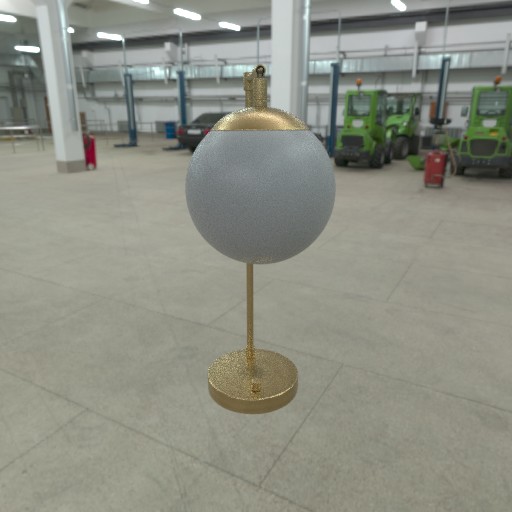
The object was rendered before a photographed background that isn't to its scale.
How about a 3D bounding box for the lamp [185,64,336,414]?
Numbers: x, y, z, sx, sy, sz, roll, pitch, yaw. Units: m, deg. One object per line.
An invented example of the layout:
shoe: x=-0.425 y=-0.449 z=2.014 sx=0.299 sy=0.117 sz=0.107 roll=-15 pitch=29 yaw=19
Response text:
lamp: x=0.000 y=0.000 z=0.708 sx=0.207 sy=0.559 sz=0.324 roll=-2 pitch=18 yaw=-6
